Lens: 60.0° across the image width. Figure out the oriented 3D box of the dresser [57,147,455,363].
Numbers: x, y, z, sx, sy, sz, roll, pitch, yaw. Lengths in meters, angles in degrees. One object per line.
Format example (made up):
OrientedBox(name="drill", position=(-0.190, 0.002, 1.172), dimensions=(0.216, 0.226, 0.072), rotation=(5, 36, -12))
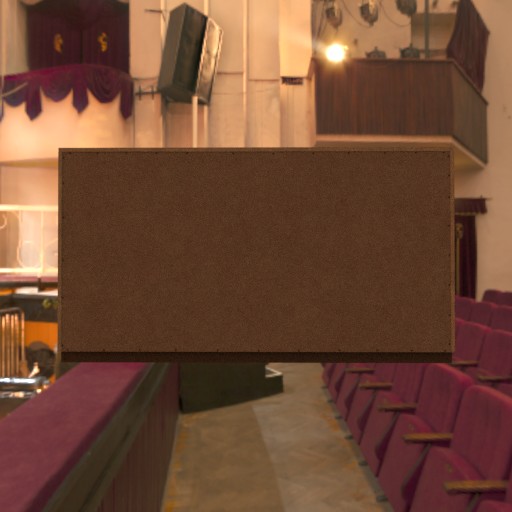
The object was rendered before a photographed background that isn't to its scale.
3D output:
OrientedBox(name="dresser", position=(0.000, 0.000, 2.058), dimensions=(1.628, 0.889, 0.483), rotation=(0, 0, 1))
